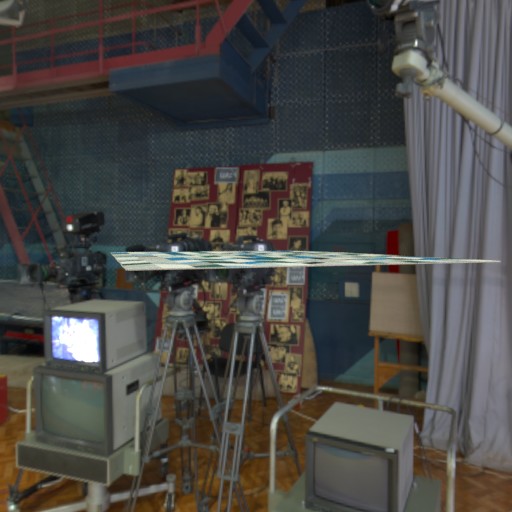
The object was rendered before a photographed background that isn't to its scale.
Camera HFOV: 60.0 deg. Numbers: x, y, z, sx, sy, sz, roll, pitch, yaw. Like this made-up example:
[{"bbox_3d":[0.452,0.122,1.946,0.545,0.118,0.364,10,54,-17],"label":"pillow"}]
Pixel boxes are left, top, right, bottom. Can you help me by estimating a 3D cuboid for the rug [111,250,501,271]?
[{"bbox_3d":[0.000,0.000,4.002,2.440,0.008,3.036,-1,2,-20],"label":"rug"}]
